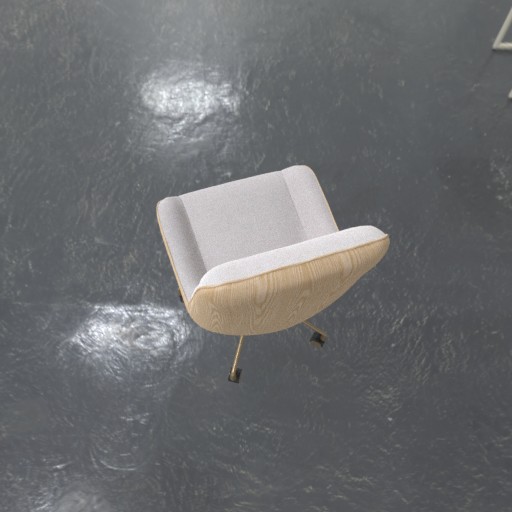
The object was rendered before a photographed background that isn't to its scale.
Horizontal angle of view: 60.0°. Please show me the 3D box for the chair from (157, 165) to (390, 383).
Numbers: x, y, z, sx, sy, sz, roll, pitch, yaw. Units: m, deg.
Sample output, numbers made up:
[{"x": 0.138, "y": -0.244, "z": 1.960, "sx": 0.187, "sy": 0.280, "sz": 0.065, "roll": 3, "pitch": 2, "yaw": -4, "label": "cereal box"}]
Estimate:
[{"x": 0.000, "y": 0.000, "z": 1.409, "sx": 0.564, "sy": 0.952, "sz": 0.668, "roll": -16, "pitch": 61, "yaw": -9, "label": "chair"}]
